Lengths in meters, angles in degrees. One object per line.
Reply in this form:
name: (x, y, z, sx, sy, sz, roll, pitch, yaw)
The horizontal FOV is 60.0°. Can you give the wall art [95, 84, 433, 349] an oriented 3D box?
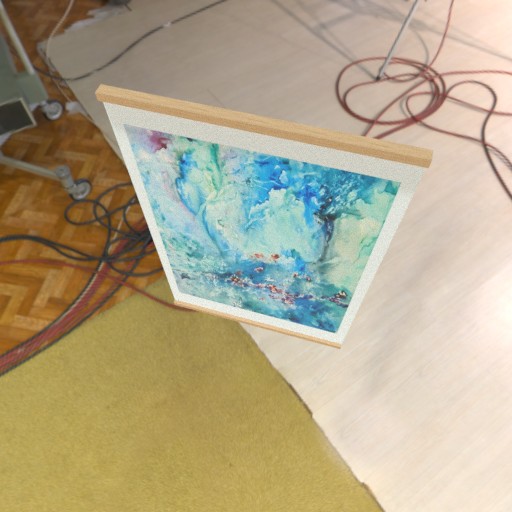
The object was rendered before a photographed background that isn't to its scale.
wall art: (0.000, 0.000, 0.774, 0.401, 0.611, 0.016, 14, 60, 8)
